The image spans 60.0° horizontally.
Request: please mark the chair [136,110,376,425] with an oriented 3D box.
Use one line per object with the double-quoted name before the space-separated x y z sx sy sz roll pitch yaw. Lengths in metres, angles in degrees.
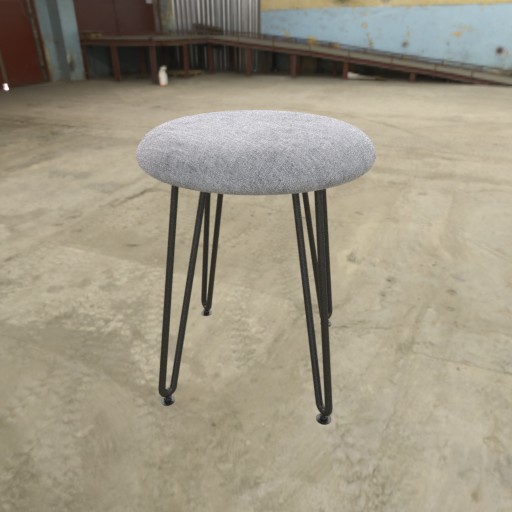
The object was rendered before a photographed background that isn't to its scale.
"chair" 0.000 0.000 0.658 0.350 0.386 0.350 -19 33 -32
